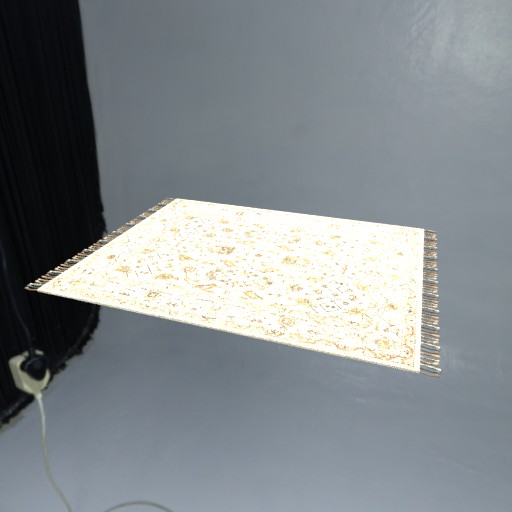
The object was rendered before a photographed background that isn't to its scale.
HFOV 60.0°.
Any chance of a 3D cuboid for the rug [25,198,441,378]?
[{"bbox_3d":[0.000,0.000,2.235,1.726,0.009,1.278,9,28,17],"label":"rug"}]
